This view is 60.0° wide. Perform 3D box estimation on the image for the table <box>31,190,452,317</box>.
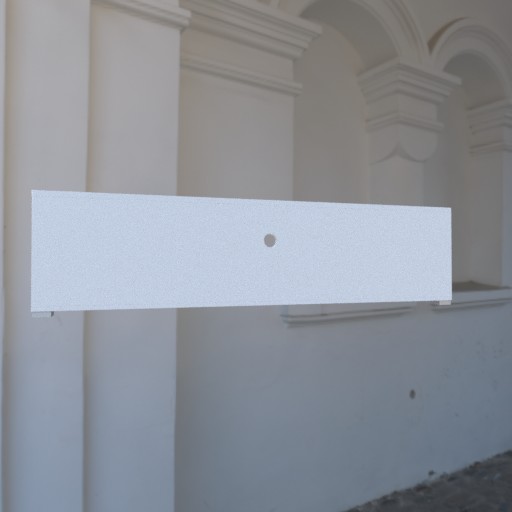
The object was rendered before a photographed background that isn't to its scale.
[{"bbox_3d":[0.000,0.000,1.874,1.650,0.420,0.390,0,-1,-16],"label":"table"}]
